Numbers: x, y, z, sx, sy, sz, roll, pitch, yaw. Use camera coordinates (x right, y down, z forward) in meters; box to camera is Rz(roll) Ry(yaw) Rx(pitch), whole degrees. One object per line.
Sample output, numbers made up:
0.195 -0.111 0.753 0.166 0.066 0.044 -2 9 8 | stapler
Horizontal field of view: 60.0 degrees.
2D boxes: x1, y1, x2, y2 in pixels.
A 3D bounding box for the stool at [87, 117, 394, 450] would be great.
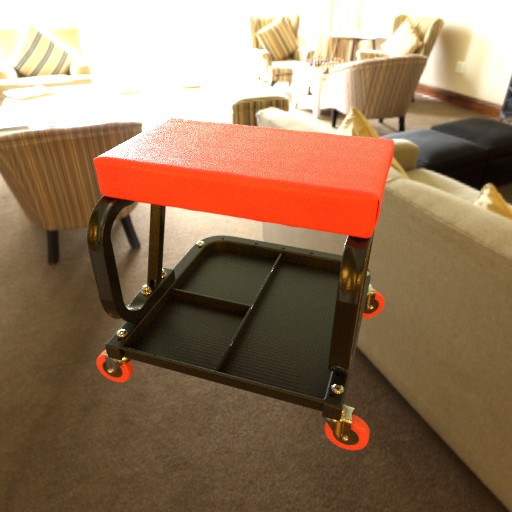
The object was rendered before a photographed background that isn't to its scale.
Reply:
0.000 0.000 0.727 0.446 0.380 0.371 10 34 16 | stool
